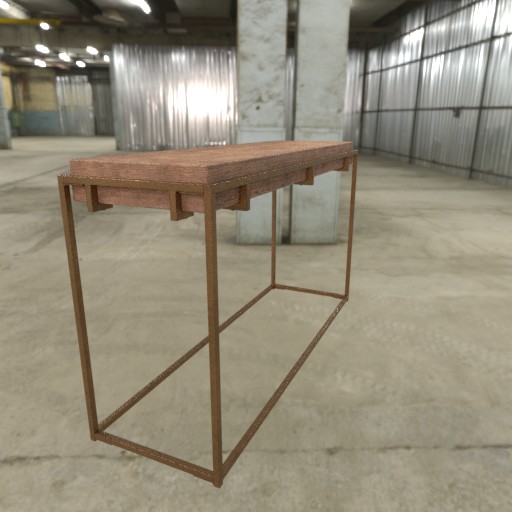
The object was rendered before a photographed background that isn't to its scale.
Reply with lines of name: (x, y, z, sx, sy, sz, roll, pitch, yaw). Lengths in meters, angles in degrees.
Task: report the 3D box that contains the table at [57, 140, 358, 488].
table: (0.000, 0.000, 1.725, 0.440, 0.820, 1.400, 8, 18, 24)
